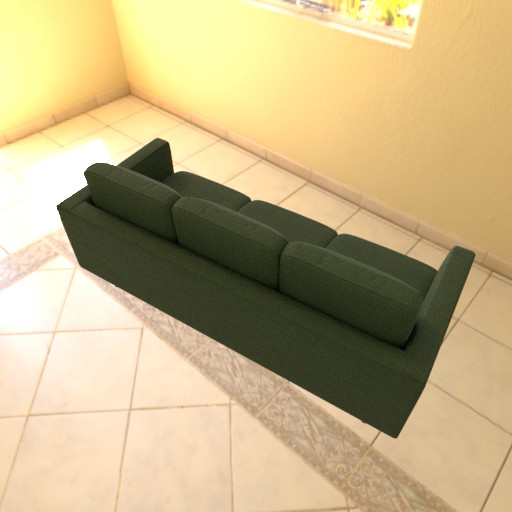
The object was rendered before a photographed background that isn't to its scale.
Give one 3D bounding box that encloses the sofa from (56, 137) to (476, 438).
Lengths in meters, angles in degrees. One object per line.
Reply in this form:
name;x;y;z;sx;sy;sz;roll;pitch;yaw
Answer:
sofa;0.000;0.000;2.445;2.029;0.899;0.879;24;50;22
